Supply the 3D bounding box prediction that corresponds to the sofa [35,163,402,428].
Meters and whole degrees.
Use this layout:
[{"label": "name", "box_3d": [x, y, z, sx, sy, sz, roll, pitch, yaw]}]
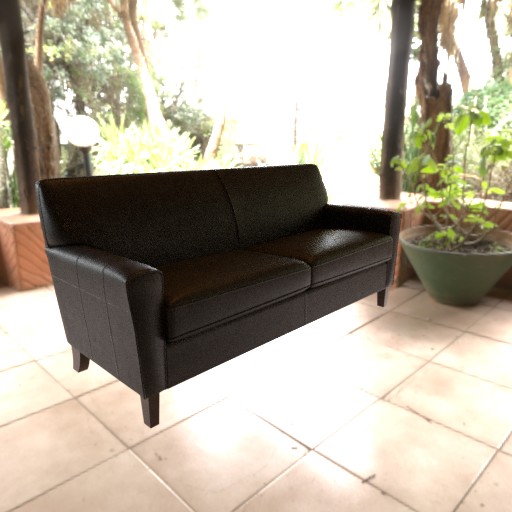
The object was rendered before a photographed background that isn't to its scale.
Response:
[{"label": "sofa", "box_3d": [0.000, 0.000, 2.537, 0.805, 0.947, 2.053, 14, 20, 43]}]
